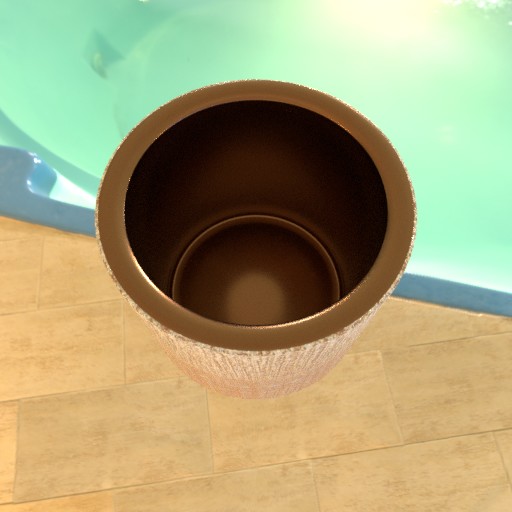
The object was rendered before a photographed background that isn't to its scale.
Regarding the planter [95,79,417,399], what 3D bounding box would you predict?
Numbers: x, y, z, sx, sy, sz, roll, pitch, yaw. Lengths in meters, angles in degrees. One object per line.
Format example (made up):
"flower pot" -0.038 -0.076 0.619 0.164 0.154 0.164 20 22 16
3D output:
"planter" 0.000 0.000 0.190 0.109 0.096 0.109 0 65 0
